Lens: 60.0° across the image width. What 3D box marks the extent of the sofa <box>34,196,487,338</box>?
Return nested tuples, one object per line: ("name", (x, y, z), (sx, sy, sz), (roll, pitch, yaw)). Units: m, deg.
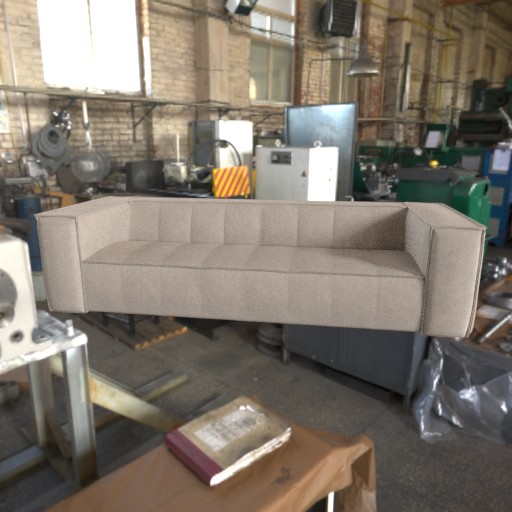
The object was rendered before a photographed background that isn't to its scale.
("sofa", (0.000, 0.000, 3.098), (2.697, 0.680, 1.038), (2, 15, 9))
